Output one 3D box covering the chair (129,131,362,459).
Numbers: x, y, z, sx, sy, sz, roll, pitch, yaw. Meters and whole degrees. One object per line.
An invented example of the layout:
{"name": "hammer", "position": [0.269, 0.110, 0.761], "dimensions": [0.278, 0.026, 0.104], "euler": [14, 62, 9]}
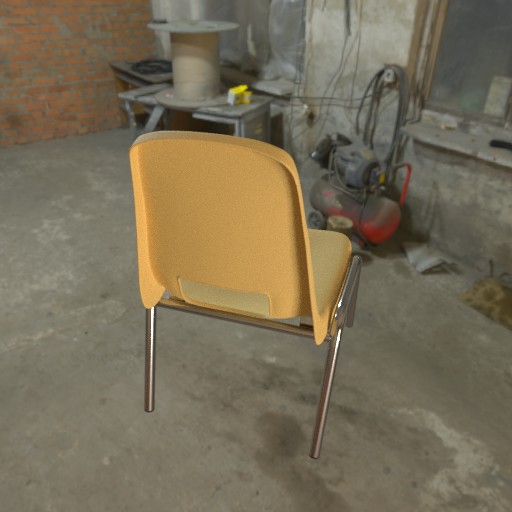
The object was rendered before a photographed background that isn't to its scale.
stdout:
{"name": "chair", "position": [0.000, 0.000, 0.776], "dimensions": [0.354, 0.536, 0.385], "euler": [9, 33, 15]}
